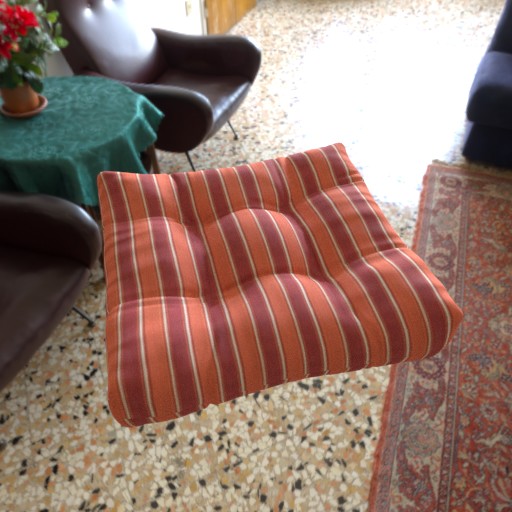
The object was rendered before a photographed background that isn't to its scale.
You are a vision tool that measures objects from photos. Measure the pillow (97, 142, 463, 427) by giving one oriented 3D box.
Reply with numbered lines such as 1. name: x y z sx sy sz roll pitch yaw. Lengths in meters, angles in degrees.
1. pillow: 0.000 0.000 0.733 0.490 0.133 0.468 -11 48 -10
